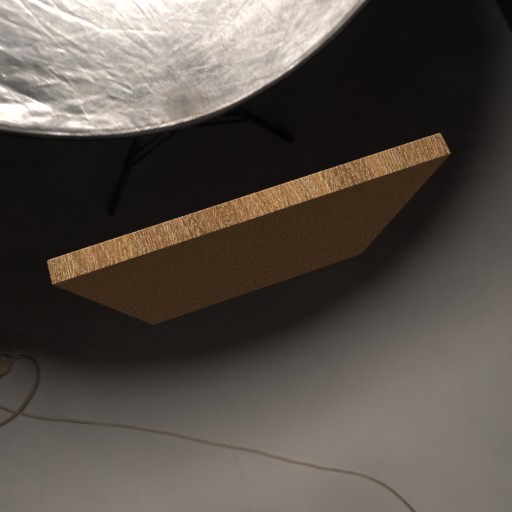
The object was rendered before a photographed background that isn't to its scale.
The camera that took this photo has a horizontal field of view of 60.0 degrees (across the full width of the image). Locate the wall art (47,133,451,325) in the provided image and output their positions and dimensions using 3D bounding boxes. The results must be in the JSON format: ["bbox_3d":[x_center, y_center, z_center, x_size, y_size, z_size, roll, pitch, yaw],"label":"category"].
[{"bbox_3d":[0.000,0.000,0.935,0.611,0.608,0.042,-19,77,-5],"label":"wall art"}]
